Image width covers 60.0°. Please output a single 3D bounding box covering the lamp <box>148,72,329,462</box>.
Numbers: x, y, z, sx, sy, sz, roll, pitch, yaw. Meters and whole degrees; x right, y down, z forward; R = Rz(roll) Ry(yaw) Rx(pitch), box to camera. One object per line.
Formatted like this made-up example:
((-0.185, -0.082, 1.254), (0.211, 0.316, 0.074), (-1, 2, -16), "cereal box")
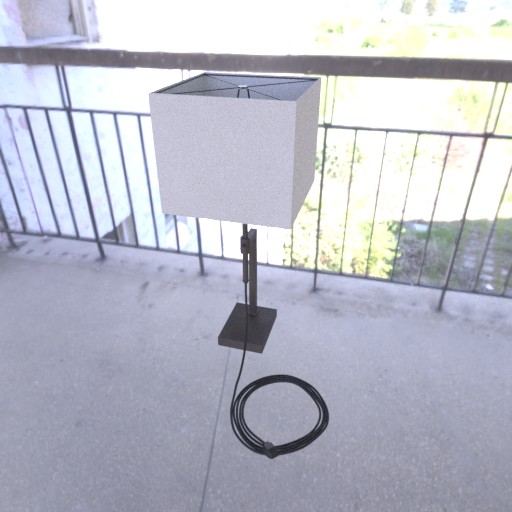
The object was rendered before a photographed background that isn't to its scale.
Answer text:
((0.000, 0.000, 0.956), (0.399, 0.660, 0.504), (8, 31, 14), "lamp")
